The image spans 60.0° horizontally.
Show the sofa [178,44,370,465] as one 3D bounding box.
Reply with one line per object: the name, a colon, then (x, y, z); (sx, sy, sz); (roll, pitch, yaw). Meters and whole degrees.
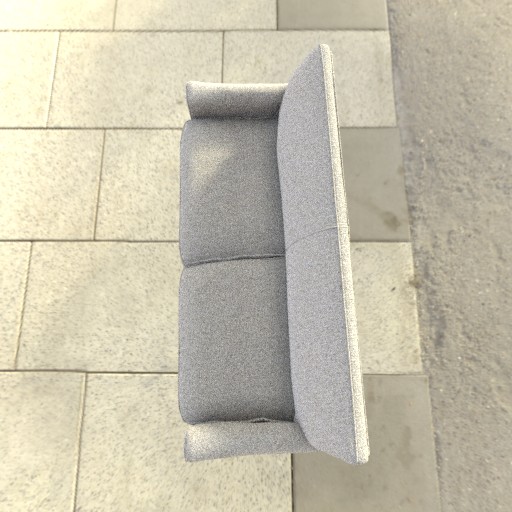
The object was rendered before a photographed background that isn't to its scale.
sofa: (0.000, 0.000, 2.448); (0.854, 0.942, 2.026); (-2, 75, -1)
